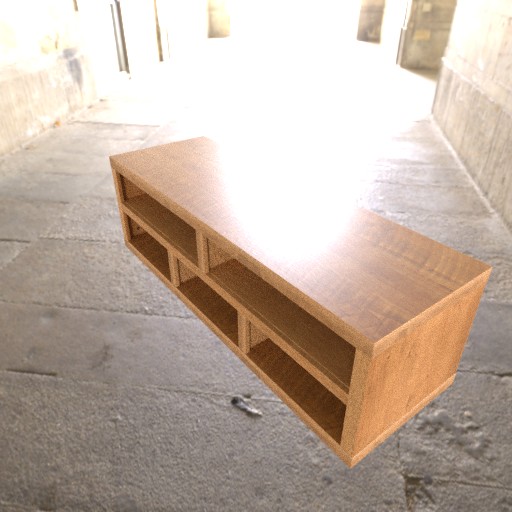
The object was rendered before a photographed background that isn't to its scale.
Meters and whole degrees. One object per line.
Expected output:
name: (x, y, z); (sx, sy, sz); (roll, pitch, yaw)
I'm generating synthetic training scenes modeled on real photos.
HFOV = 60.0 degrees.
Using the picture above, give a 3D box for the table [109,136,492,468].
table: (0.000, 0.000, 1.727); (0.499, 0.491, 1.499); (-22, 38, -31)
